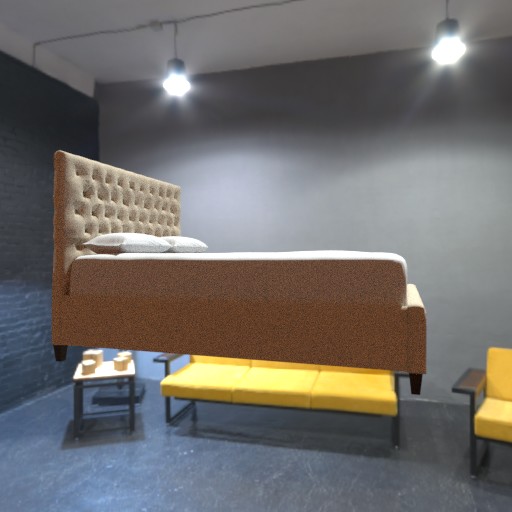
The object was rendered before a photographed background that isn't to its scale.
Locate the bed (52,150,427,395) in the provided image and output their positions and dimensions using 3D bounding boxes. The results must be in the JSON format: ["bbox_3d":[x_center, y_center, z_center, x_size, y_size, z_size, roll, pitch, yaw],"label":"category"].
[{"bbox_3d":[0.000,0.000,3.422,2.387,1.427,1.698,0,0,18],"label":"bed"}]
